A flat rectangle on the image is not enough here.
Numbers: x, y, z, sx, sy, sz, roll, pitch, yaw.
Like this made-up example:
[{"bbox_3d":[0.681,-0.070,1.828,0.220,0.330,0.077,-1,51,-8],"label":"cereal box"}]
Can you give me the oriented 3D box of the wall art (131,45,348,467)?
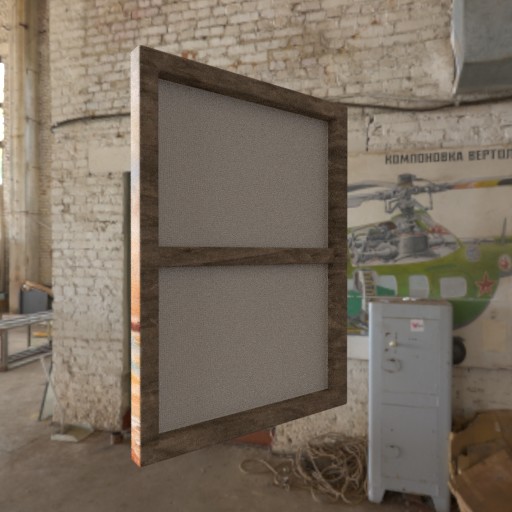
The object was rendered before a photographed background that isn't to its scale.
[{"bbox_3d":[0.000,0.000,0.779,0.443,0.605,0.035,0,1,-37],"label":"wall art"}]
